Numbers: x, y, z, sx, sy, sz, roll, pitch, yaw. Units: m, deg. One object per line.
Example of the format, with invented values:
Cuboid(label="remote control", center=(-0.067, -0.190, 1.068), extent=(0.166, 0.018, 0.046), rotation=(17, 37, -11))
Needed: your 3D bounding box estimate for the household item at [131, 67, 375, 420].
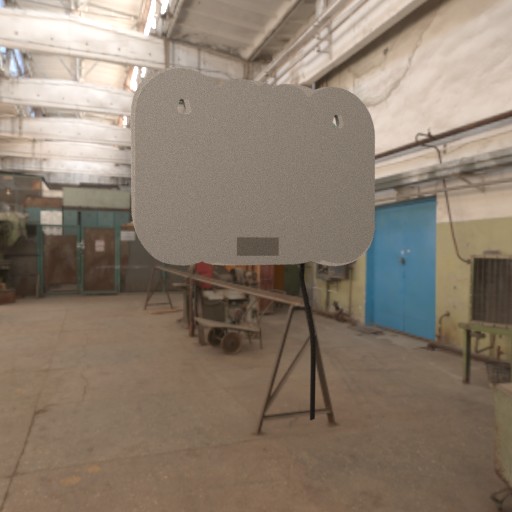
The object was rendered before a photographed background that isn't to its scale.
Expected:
Cuboid(label="household item", center=(0.000, 0.000, 0.388), extent=(0.211, 0.294, 0.042), rotation=(0, 1, -18))
